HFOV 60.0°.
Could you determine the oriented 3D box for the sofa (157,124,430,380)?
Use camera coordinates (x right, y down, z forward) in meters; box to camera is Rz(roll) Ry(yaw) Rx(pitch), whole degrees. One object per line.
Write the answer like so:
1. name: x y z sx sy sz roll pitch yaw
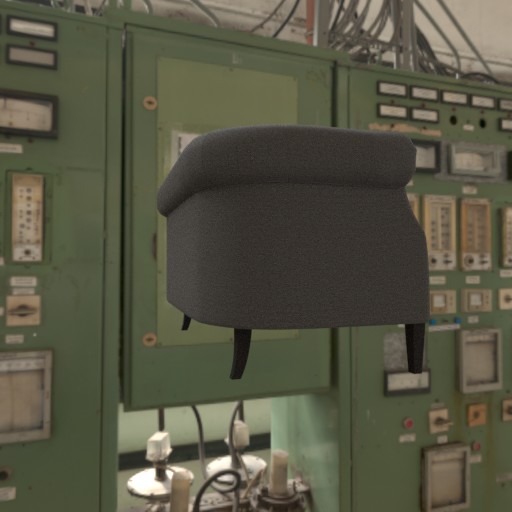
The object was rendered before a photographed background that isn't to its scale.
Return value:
1. sofa: 0.000 0.000 2.071 0.835 0.827 1.558 0 -1 -18
